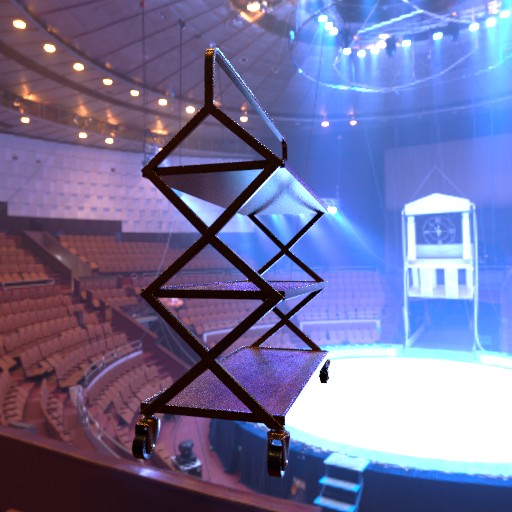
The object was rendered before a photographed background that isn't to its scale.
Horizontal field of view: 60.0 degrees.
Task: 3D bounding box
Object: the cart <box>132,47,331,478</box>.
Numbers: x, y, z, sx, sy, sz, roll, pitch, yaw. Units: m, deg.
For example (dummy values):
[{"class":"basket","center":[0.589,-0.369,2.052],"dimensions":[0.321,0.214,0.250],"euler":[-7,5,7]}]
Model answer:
[{"class":"cart","center":[0.000,0.000,1.160],"dimensions":[0.313,0.805,0.723],"euler":[0,-2,16]}]
